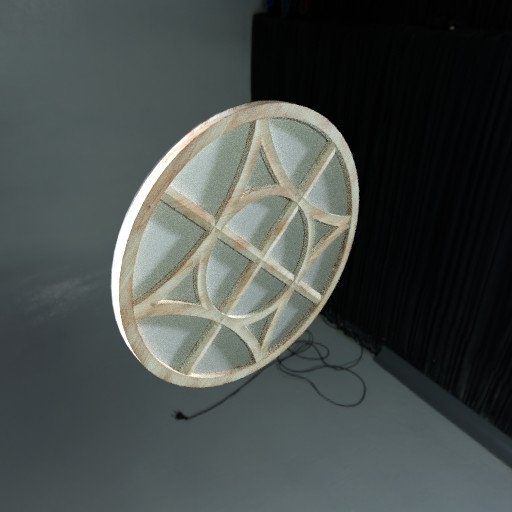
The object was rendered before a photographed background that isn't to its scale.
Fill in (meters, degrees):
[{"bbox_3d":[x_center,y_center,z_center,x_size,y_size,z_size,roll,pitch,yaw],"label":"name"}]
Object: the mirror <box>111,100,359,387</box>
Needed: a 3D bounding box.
[{"bbox_3d":[0.000,0.000,1.067,0.710,0.710,0.038,-23,37,-33],"label":"mirror"}]
